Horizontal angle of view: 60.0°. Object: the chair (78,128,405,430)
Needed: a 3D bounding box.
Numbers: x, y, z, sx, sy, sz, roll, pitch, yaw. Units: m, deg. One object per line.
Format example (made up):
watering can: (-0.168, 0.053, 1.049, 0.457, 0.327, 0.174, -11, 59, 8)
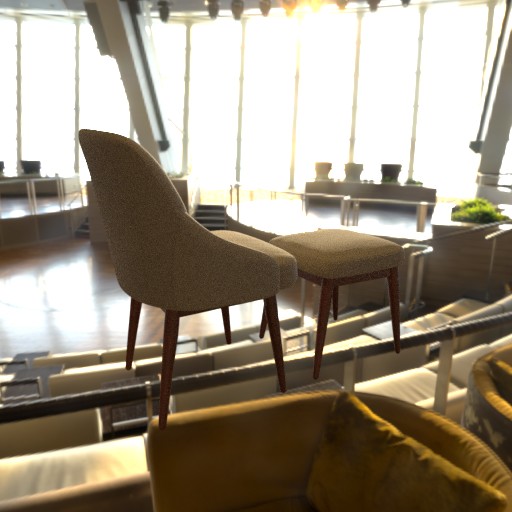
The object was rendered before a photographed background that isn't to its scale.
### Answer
chair: (0.000, 0.000, 1.592, 1.114, 0.866, 0.584, -8, 17, -28)
